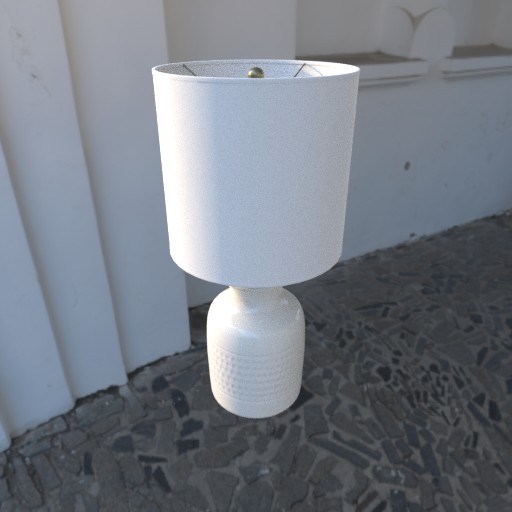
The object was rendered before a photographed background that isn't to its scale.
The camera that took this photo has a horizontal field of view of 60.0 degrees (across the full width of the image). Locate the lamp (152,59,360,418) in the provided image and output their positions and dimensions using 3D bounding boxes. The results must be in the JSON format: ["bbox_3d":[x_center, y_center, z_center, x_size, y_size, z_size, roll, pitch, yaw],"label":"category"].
[{"bbox_3d":[0.000,0.000,0.499,0.188,0.392,0.188,-8,29,-15],"label":"lamp"}]
